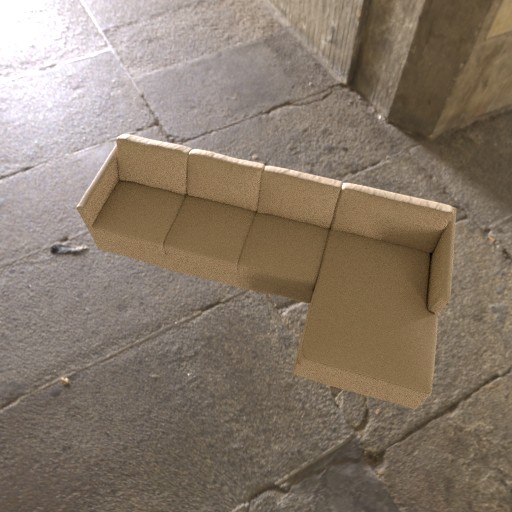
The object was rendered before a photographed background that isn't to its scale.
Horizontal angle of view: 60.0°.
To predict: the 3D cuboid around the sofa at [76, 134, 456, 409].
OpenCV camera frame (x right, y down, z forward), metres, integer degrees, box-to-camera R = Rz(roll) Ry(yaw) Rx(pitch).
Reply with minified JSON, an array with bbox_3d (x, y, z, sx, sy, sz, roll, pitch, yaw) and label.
[{"bbox_3d":[0.000,0.000,3.863,3.206,0.871,1.622,14,59,8],"label":"sofa"}]
